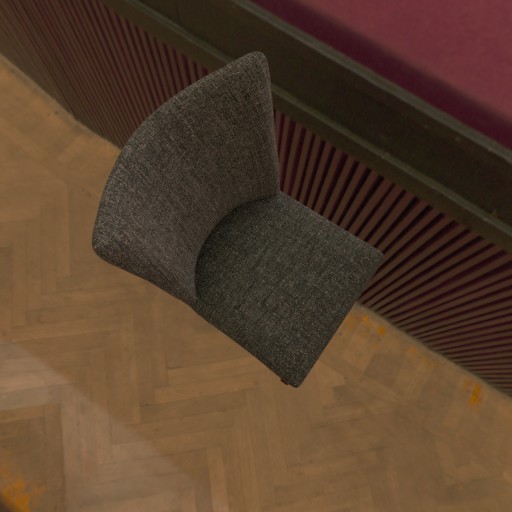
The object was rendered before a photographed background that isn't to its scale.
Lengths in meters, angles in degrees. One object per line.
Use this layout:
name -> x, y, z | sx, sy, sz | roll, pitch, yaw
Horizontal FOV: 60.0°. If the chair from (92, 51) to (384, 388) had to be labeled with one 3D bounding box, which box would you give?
chair -> 0.000, 0.000, 1.281 | 0.623, 0.924, 0.535 | 35, 78, 9
